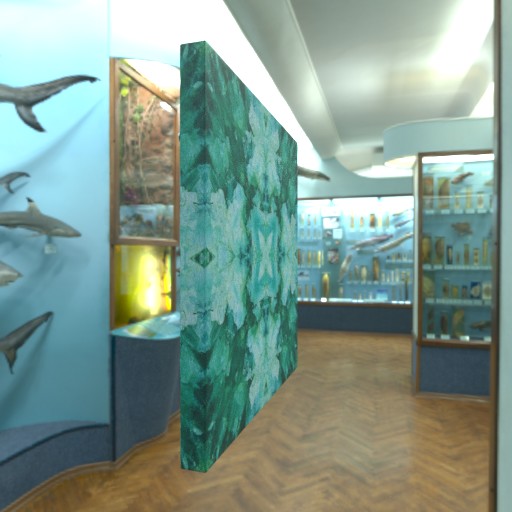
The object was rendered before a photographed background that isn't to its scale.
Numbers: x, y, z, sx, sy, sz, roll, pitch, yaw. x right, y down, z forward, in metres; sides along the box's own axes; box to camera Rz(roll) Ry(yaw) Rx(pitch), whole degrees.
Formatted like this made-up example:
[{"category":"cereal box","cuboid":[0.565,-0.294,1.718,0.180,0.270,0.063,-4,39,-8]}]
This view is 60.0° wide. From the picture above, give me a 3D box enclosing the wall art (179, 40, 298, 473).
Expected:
[{"category":"wall art","cuboid":[0.000,0.000,0.763,0.038,0.508,0.507,0,0,18]}]
